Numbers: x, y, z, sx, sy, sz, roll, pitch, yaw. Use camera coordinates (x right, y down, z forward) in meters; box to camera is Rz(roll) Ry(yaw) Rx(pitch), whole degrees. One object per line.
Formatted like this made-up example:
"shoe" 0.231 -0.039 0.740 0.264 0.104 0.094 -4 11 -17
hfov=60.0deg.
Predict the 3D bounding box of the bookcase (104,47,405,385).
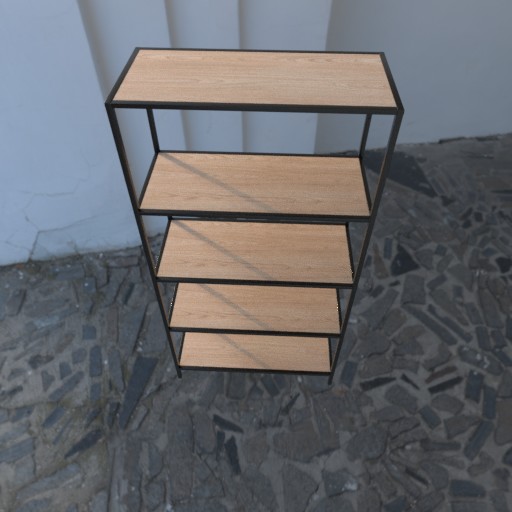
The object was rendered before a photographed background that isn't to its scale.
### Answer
"bookcase" 0.000 0.000 1.800 0.770 1.500 0.350 2 47 2
